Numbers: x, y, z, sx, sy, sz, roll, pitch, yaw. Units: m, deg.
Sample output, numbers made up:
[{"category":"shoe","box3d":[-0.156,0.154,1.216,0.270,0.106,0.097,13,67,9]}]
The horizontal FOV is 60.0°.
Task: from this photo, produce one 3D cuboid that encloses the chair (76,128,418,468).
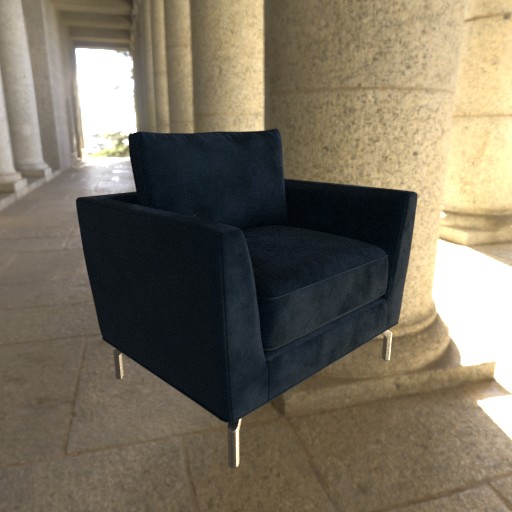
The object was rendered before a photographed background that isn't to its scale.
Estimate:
[{"category":"chair","box3d":[0.000,0.000,1.607,0.746,0.893,0.977,15,22,43]}]
